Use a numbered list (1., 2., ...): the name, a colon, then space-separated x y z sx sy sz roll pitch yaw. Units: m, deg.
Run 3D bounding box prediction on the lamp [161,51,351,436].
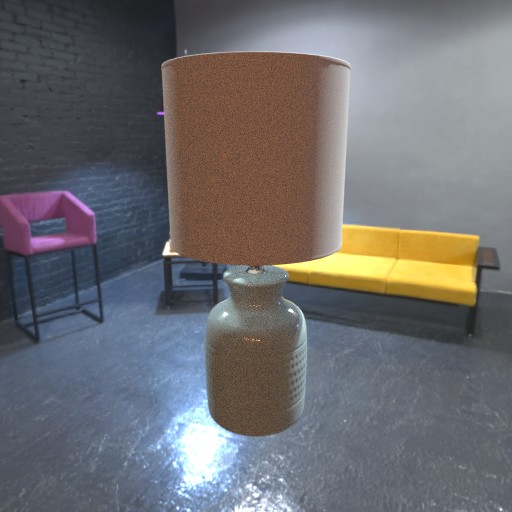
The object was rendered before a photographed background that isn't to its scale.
1. lamp: 0.000 0.000 1.108 0.418 0.871 0.418 8 17 27
